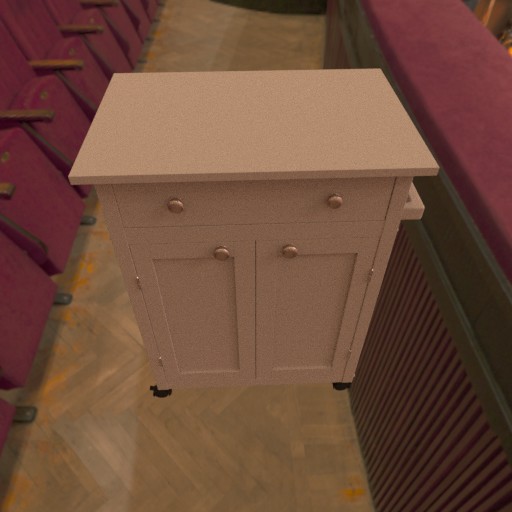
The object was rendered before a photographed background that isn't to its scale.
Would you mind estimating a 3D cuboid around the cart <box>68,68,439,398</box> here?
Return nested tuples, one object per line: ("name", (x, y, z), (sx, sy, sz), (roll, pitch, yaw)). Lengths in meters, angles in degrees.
("cart", (0.000, 0.000, 1.253), (0.683, 0.864, 0.442), (-2, 45, -2))
